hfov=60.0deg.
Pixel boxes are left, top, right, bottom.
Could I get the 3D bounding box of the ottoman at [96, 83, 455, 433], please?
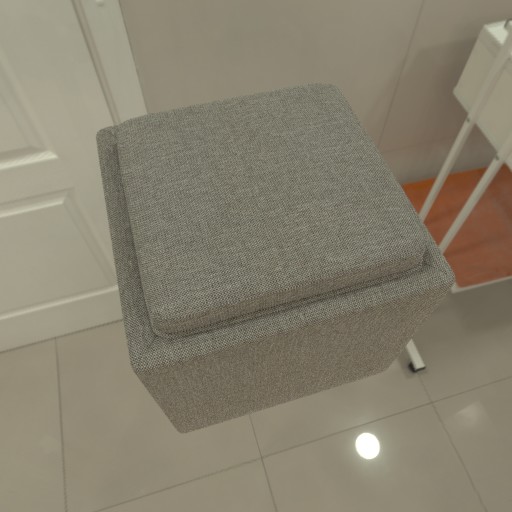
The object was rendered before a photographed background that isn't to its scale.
[{"bbox_3d":[0.000,0.000,0.825,0.450,0.460,0.450,-14,59,-9],"label":"ottoman"}]
